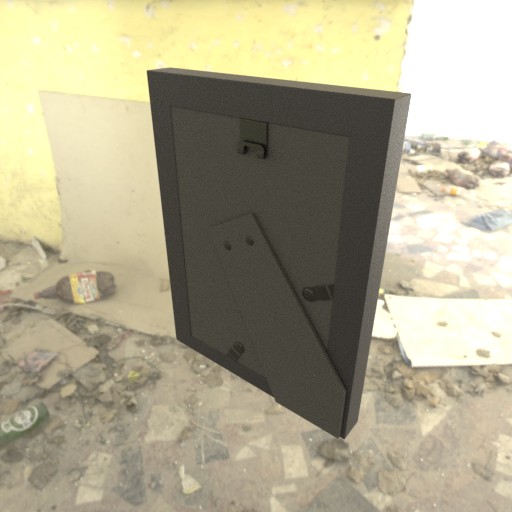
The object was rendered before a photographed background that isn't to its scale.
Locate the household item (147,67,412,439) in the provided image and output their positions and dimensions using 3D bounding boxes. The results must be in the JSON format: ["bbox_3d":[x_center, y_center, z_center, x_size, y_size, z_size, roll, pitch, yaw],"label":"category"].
[{"bbox_3d":[0.000,0.000,0.238,0.133,0.178,0.022,21,36,33],"label":"household item"}]
